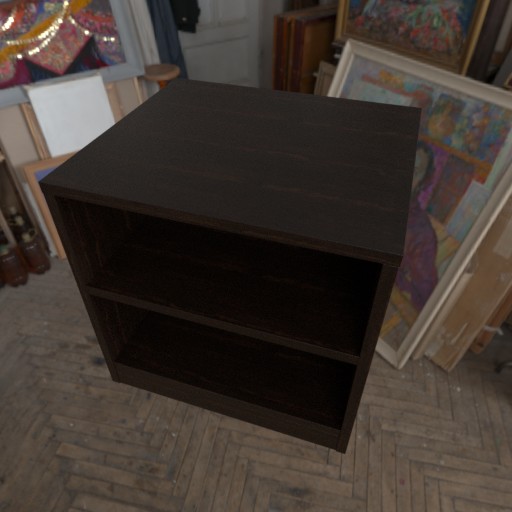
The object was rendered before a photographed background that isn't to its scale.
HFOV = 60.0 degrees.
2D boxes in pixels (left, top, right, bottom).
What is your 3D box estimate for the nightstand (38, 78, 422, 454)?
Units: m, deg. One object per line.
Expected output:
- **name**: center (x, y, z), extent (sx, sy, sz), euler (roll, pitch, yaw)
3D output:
- **nightstand**: center (0.000, 0.000, 0.862), extent (0.489, 0.487, 0.427), euler (12, 42, 14)
